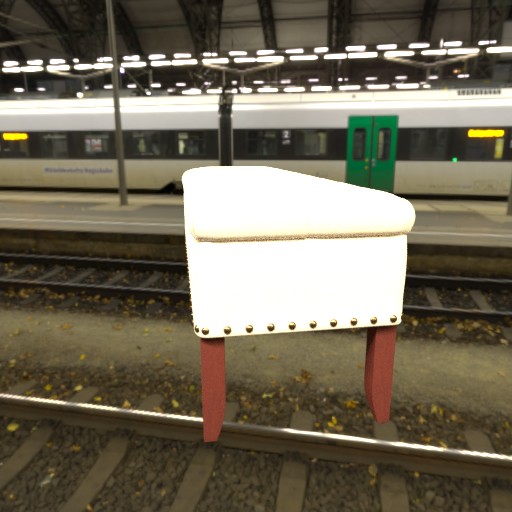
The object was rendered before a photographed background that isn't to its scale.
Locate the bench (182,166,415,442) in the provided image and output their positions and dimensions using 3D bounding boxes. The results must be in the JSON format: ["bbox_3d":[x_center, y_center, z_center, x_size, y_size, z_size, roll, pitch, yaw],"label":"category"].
[{"bbox_3d":[0.000,0.000,1.283,0.400,0.470,1.054,-2,14,-9],"label":"bench"}]
